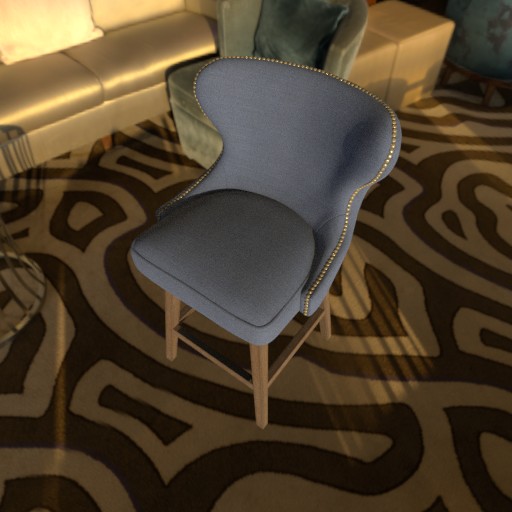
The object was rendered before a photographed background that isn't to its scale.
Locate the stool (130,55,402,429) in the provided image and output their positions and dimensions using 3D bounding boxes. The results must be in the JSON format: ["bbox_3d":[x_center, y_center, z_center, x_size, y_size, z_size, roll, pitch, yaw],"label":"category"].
[{"bbox_3d":[0.000,0.000,1.372,0.615,0.972,0.597,29,53,24],"label":"stool"}]
